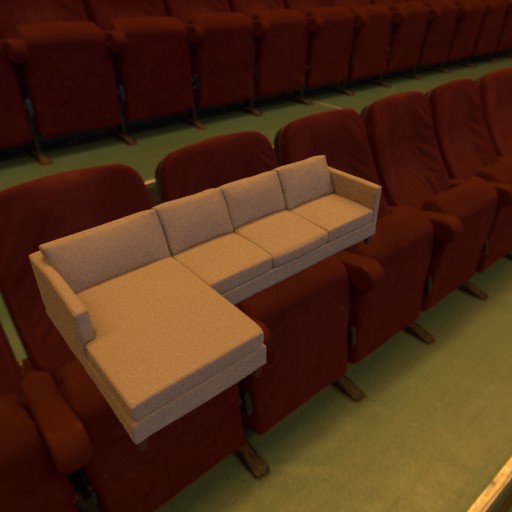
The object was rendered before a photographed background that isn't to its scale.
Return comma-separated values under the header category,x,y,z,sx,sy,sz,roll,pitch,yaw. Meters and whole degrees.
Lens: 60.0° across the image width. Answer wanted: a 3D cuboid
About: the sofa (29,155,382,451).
category,x,y,z,sx,sy,sz,roll,pitch,yaw
sofa,0.000,0.000,3.840,3.186,0.846,1.625,-24,39,-33
